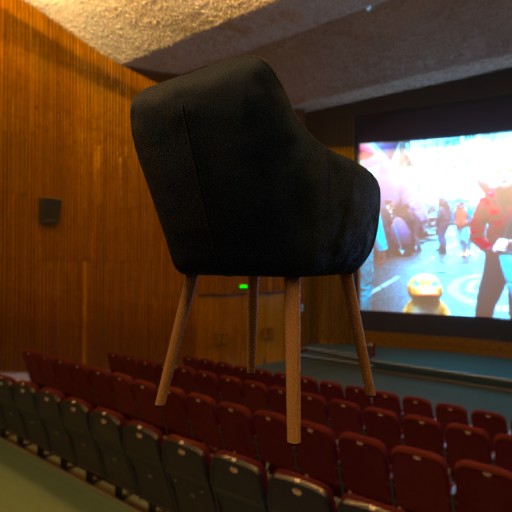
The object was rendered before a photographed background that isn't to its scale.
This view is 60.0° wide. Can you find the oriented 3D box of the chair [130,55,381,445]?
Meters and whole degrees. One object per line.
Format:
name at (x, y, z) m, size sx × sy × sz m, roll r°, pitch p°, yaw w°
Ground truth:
chair at (0.000, 0.000, 1.225) m, size 0.578 × 0.826 × 0.573 m, roll -1°, pitch -1°, yaw 36°
